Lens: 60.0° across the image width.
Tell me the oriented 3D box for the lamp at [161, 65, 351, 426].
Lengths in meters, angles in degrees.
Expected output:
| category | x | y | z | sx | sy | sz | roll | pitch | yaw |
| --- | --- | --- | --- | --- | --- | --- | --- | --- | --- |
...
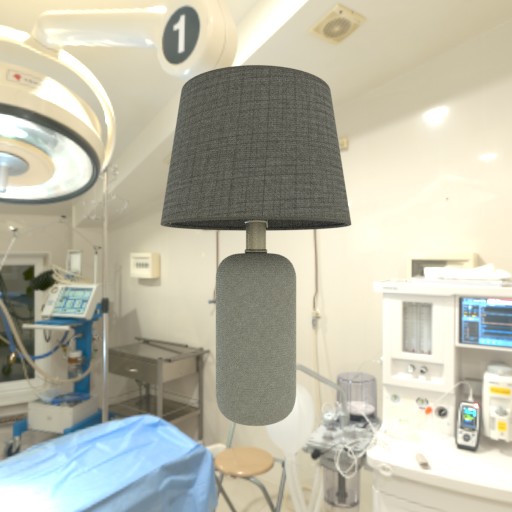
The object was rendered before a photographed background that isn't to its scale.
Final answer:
| category | x | y | z | sx | sy | sz | roll | pitch | yaw |
| --- | --- | --- | --- | --- | --- | --- | --- | --- | --- |
| lamp | 0.000 | 0.000 | 0.597 | 0.251 | 0.429 | 0.251 | 0 | 0 | 0 |
